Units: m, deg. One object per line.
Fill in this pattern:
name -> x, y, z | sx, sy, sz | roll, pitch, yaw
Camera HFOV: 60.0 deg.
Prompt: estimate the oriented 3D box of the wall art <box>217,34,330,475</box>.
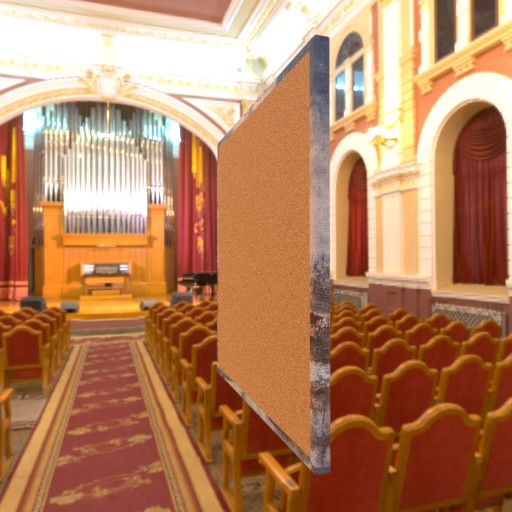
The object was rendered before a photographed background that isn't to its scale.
wall art -> 0.000, 0.000, 1.508 | 0.040, 1.020, 1.010 | 0, -1, -18
